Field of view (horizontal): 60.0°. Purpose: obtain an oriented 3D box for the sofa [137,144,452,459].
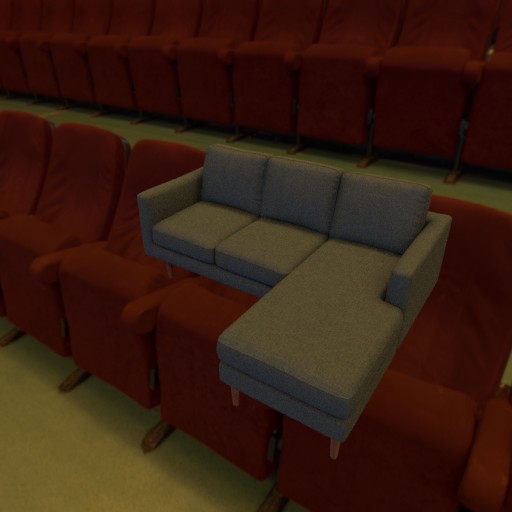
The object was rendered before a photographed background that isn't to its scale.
[{"bbox_3d":[0.000,0.000,2.944,2.055,0.957,1.667,18,34,29],"label":"sofa"}]
